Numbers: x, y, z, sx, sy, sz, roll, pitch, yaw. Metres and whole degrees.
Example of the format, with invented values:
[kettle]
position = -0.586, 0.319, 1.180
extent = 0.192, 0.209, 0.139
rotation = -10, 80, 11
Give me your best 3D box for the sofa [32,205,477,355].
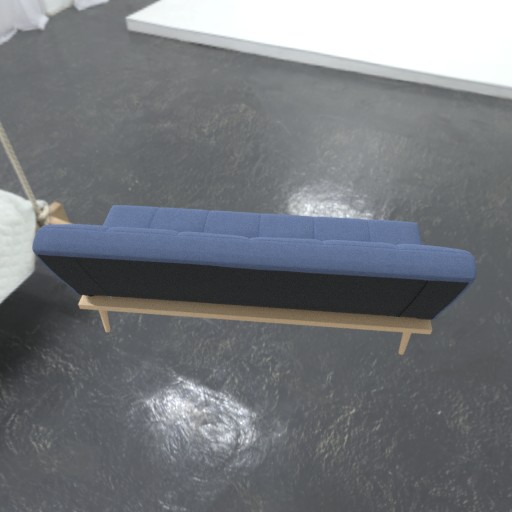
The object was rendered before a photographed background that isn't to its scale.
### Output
[sofa]
position = 0.000, 0.000, 2.269
extent = 1.800, 0.800, 0.796
rotation = 4, 46, 4
